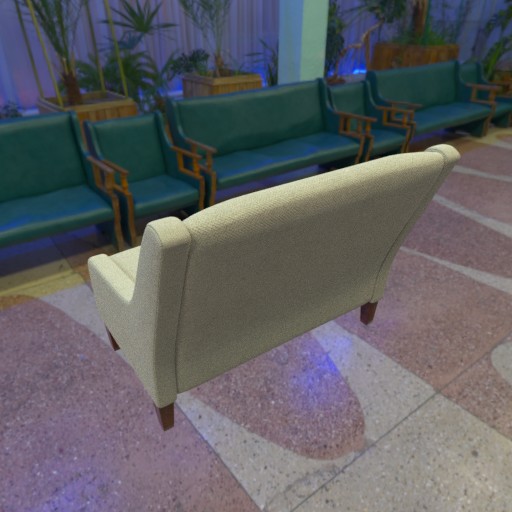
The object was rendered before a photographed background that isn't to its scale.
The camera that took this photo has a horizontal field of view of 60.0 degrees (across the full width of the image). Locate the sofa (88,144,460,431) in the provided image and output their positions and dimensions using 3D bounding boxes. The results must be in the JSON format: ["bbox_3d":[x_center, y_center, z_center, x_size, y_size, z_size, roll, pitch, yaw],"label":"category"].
[{"bbox_3d":[0.000,0.000,1.901,1.212,0.976,0.946,-19,35,-30],"label":"sofa"}]
